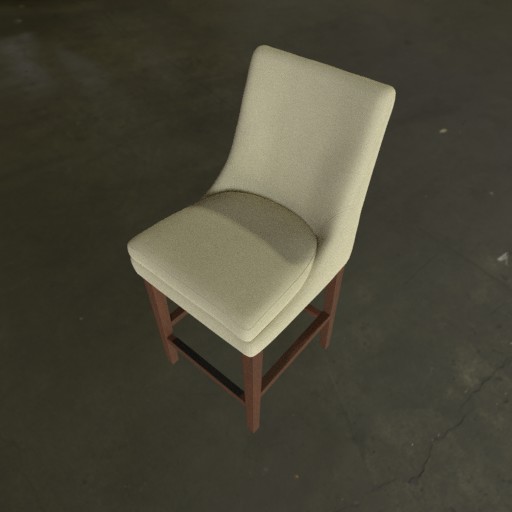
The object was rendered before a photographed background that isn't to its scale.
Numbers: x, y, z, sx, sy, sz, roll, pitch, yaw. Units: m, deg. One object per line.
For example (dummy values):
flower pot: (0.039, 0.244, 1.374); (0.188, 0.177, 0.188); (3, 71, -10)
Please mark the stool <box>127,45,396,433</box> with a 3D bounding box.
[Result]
stool: (0.000, 0.000, 1.322); (0.470, 0.981, 0.577); (32, 54, 27)
